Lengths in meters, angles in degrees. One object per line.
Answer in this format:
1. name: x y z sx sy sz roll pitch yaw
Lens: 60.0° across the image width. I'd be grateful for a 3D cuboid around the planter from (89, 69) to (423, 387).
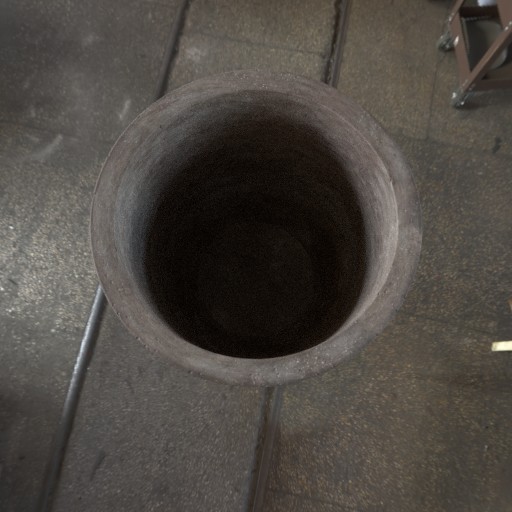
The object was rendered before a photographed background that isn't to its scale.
1. planter: 0.000 0.000 0.221 0.122 0.128 0.122 0 76 0
